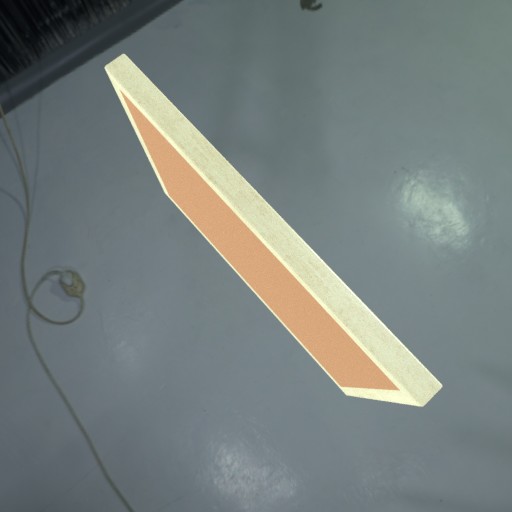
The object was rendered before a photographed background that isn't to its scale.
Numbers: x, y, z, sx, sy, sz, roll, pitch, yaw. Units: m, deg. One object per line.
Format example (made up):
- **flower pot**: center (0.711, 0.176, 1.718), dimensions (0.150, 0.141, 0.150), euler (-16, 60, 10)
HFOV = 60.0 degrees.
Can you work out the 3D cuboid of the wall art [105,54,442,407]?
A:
- **wall art**: center (0.000, 0.000, 0.680), dimensions (0.032, 0.381, 0.533), euler (-40, 78, -10)
